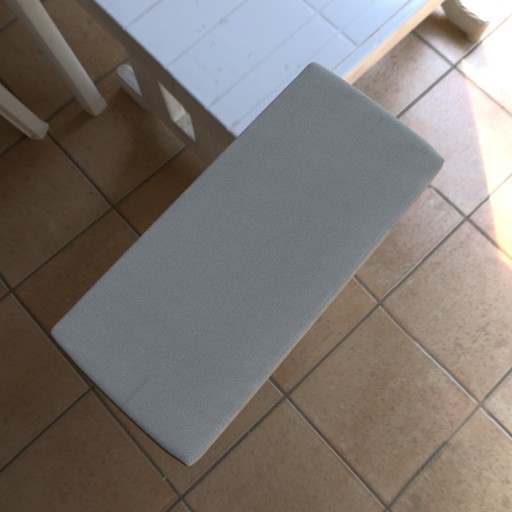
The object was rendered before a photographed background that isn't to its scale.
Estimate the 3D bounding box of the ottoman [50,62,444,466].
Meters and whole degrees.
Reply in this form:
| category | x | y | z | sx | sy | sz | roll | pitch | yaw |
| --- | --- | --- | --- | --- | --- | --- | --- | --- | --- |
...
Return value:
| category | x | y | z | sx | sy | sz | roll | pitch | yaw |
| --- | --- | --- | --- | --- | --- | --- | --- | --- | --- |
| ottoman | 0.000 | 0.000 | 1.683 | 0.665 | 0.457 | 1.388 | 40 | 80 | 9 |
